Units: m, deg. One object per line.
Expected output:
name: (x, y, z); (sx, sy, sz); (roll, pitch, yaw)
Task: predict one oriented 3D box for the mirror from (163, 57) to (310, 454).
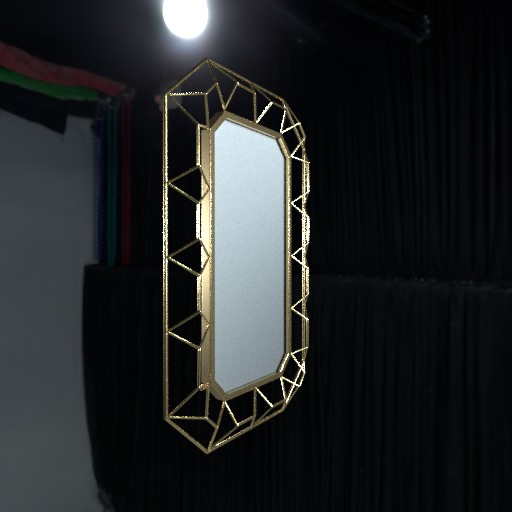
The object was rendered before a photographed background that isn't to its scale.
mirror: (0.000, 0.000, 1.091); (0.051, 0.870, 0.572); (0, 1, 35)
